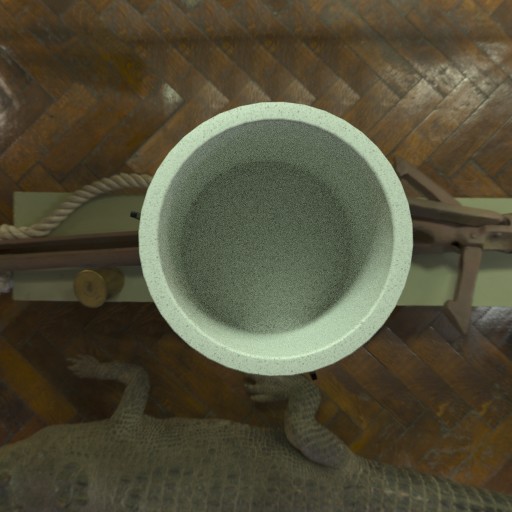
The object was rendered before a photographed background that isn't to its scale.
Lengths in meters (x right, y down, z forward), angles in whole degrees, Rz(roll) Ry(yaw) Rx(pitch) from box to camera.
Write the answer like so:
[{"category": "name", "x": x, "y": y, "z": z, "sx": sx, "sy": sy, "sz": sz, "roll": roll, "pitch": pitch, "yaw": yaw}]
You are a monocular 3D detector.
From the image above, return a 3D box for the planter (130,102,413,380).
[{"category": "planter", "x": 0.000, "y": 0.000, "z": 0.557, "sx": 0.267, "sy": 0.362, "sz": 0.263, "roll": 0, "pitch": 89, "yaw": -1}]
